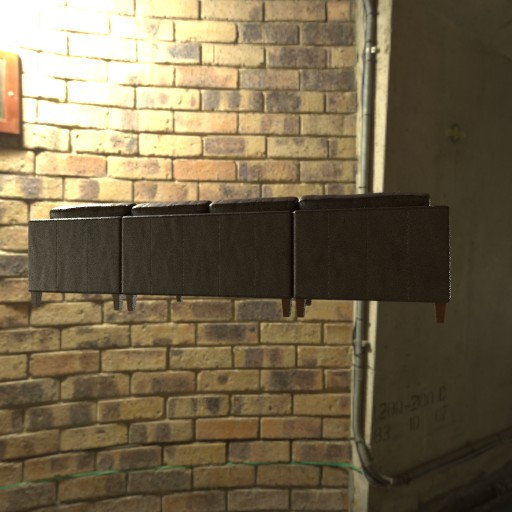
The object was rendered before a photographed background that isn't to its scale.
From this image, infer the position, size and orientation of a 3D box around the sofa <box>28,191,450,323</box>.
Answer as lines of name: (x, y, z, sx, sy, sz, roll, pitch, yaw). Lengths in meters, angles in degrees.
sofa: (0.000, 0.000, 4.442, 3.324, 0.891, 2.452, 0, -1, 17)
